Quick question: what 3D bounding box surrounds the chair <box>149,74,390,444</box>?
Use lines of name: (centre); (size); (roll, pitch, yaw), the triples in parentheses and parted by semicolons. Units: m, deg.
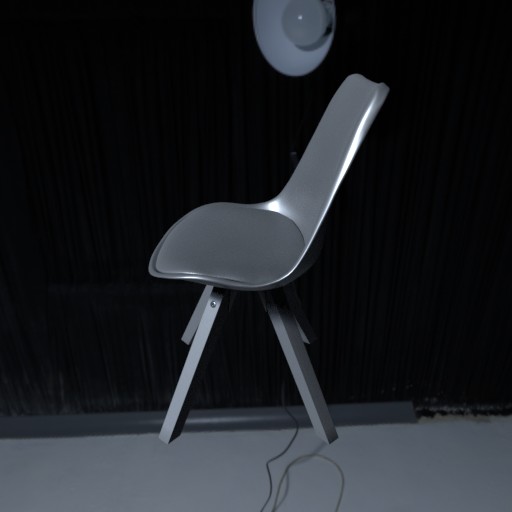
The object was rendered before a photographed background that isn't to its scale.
chair: (0.000, 0.000, 1.137); (0.530, 0.850, 0.485); (0, 27, 0)
